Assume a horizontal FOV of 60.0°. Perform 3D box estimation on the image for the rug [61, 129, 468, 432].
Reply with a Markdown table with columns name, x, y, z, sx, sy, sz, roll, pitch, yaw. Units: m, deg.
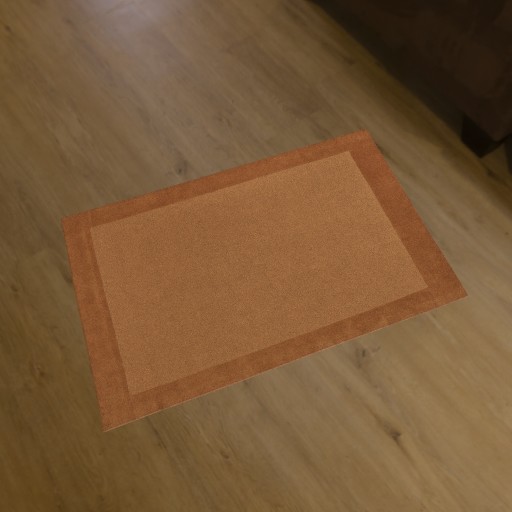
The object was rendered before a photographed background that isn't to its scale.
| name | x | y | z | sx | sy | sz | roll | pitch | yaw |
| --- | --- | --- | --- | --- | --- | --- | --- | --- | --- |
| rug | 0.000 | 0.000 | 3.059 | 2.438 | 0.014 | 1.524 | -18 | 65 | -9 |
